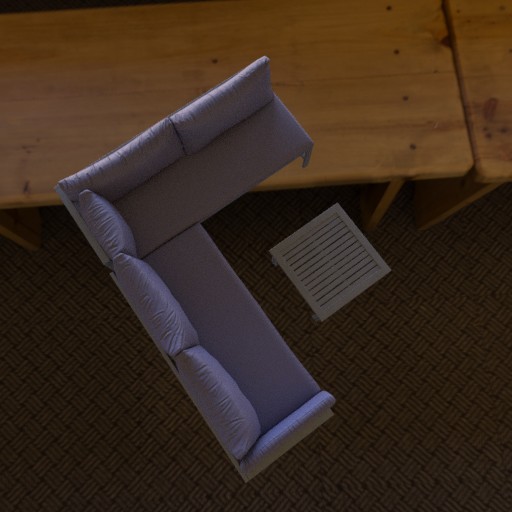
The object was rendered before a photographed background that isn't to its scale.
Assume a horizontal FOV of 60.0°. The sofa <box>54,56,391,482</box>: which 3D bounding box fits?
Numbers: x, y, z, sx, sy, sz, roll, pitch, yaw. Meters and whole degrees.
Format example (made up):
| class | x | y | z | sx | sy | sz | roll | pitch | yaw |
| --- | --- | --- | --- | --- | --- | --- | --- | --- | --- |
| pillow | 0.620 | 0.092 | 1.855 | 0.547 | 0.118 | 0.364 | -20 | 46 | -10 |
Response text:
| class | x | y | z | sx | sy | sz | roll | pitch | yaw |
| --- | --- | --- | --- | --- | --- | --- | --- | --- | --- |
| sofa | 0.000 | 0.000 | 2.997 | 1.658 | 0.762 | 2.149 | -35 | 79 | -8 |
